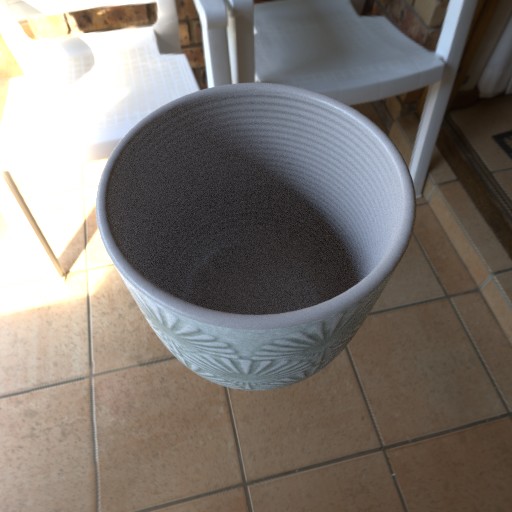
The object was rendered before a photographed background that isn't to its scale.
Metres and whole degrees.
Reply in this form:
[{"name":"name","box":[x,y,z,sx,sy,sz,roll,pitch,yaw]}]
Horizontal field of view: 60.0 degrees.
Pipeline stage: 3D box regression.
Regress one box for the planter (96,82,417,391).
[{"name":"planter","box":[0.000,0.000,0.219,0.124,0.109,0.124,0,57,0]}]
